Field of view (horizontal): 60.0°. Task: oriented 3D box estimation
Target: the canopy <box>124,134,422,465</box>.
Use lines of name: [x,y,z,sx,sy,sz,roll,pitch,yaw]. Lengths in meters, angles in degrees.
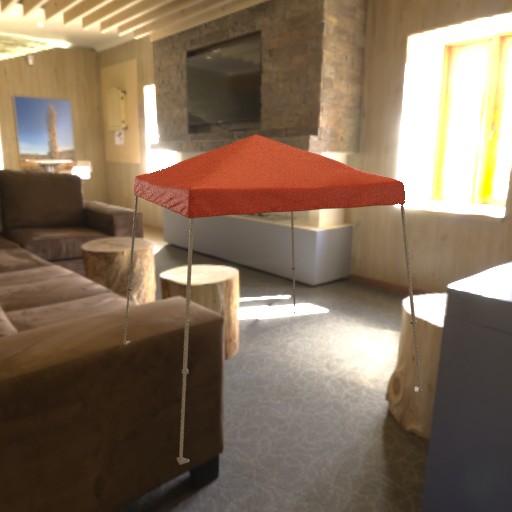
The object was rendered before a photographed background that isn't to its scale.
canopy: [0.000,0.000,5.387,2.849,2.850,2.850,-6,14,-25]
